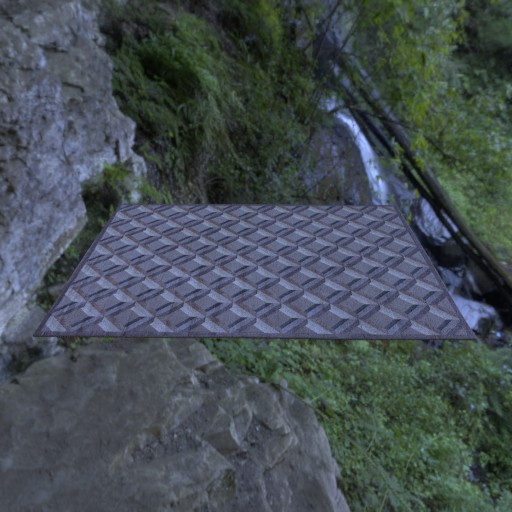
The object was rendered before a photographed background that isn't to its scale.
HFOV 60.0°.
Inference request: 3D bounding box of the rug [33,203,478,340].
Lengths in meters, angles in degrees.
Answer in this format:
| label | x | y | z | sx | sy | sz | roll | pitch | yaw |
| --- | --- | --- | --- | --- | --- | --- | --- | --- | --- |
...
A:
| label | x | y | z | sx | sy | sz | roll | pitch | yaw |
| --- | --- | --- | --- | --- | --- | --- | --- | --- | --- |
| rug | 0.000 | 0.000 | 2.920 | 2.260 | 0.013 | 1.600 | 0 | 31 | 1 |
